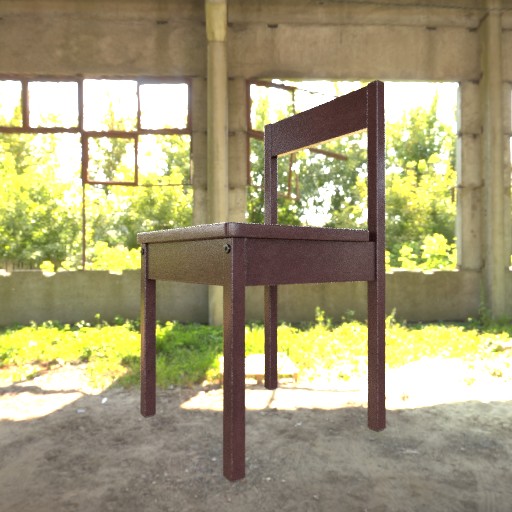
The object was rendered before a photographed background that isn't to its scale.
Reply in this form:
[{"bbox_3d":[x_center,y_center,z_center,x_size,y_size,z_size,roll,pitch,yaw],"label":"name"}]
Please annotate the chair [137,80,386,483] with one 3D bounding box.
[{"bbox_3d":[0.000,0.000,0.889,0.361,0.668,0.367,0,0,-36],"label":"chair"}]
